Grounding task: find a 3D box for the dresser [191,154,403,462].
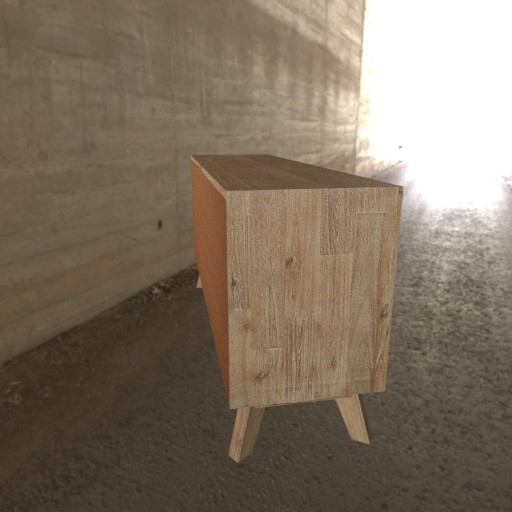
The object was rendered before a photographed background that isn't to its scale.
[{"bbox_3d":[0.000,0.000,1.948,0.455,0.788,1.602,-3,16,-11],"label":"dresser"}]
